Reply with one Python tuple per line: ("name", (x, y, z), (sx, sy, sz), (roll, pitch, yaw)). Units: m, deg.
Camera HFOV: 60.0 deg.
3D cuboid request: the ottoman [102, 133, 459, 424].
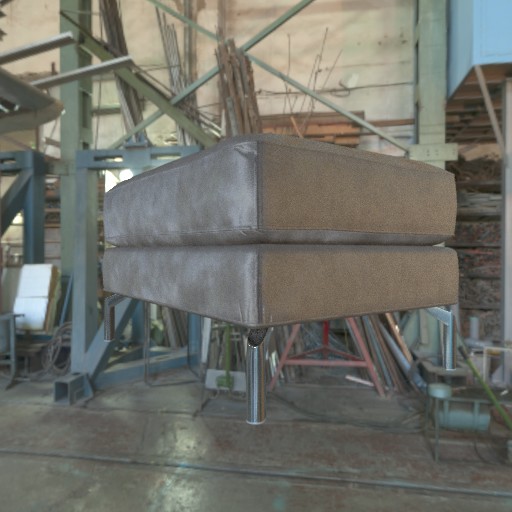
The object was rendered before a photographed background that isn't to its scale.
("ottoman", (0.000, 0.000, 1.039), (0.520, 0.456, 0.719), (0, 1, -35))
